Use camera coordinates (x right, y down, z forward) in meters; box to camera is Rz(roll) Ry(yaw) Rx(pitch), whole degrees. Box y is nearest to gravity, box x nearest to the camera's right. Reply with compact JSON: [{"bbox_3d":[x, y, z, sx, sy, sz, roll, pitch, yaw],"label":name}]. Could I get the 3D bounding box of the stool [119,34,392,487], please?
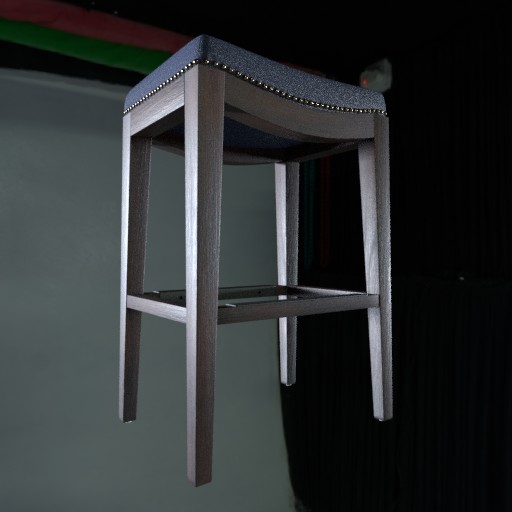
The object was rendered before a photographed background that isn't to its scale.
[{"bbox_3d":[0.000,0.000,0.989,0.498,0.740,0.358,0,1,-36],"label":"stool"}]
